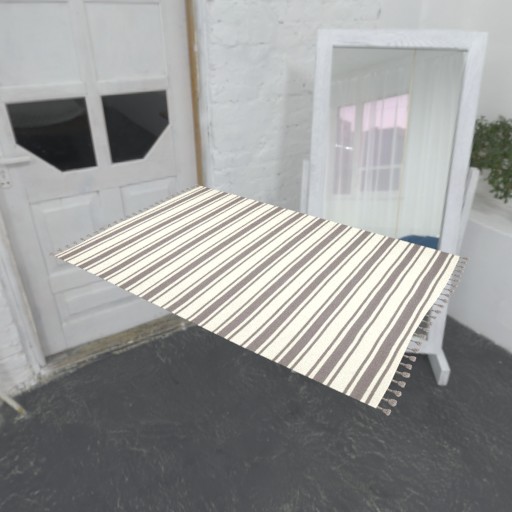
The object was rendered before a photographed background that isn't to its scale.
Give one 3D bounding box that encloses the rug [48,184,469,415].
[{"bbox_3d":[0.000,0.000,2.998,2.425,0.014,1.563,19,35,29],"label":"rug"}]
